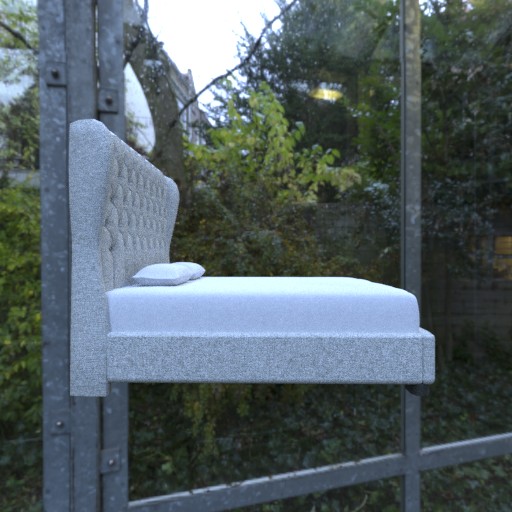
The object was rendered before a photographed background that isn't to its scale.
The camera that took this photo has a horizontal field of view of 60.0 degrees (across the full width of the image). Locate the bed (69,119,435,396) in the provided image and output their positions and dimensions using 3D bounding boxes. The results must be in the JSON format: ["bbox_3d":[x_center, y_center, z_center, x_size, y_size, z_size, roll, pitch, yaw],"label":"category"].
[{"bbox_3d":[0.000,0.000,3.857,2.347,1.771,2.219,0,0,1],"label":"bed"}]
